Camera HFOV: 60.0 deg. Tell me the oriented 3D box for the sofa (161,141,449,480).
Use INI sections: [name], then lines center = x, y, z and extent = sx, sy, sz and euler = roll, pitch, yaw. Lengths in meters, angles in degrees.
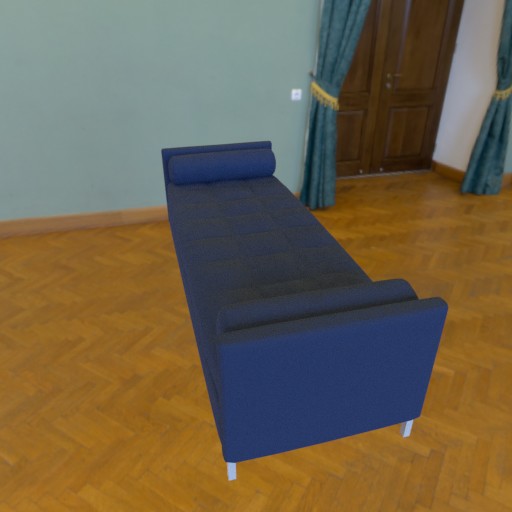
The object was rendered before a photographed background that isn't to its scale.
[sofa]
center = 0.000, 0.000, 2.388
extent = 0.797, 0.657, 2.102
euler = -8, 31, -13
